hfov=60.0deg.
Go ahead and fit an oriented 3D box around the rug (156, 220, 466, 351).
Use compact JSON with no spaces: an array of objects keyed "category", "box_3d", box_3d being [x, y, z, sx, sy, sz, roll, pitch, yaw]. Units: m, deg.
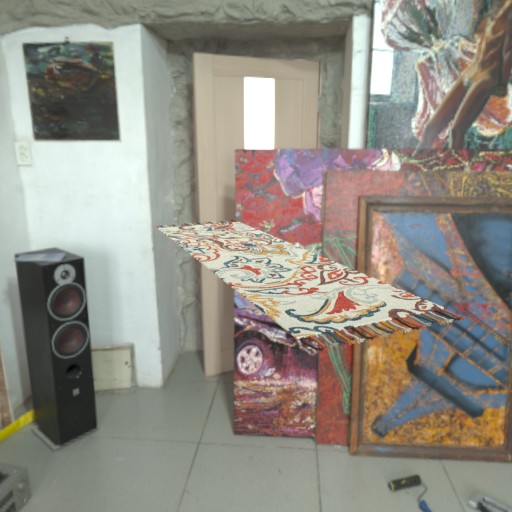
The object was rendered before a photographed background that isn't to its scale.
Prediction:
[{"category":"rug","box_3d":[0.000,0.000,2.920,0.763,0.015,2.682,-6,16,-24]}]
